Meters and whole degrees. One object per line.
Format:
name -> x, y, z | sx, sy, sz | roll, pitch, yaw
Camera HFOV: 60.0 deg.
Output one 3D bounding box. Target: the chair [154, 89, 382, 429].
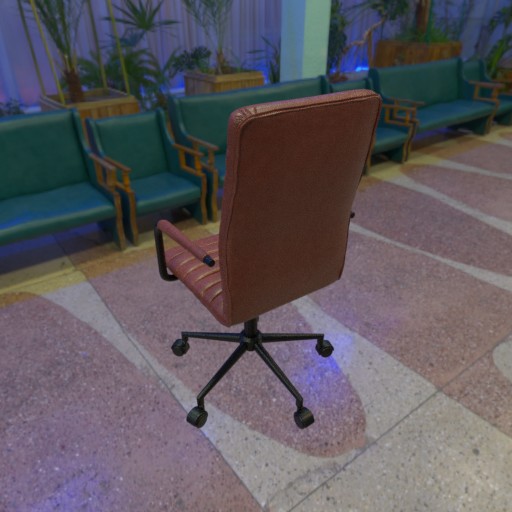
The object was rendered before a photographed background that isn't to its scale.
chair -> 0.000, 0.000, 1.330 | 0.608, 0.979, 0.580 | -19, 36, -29
